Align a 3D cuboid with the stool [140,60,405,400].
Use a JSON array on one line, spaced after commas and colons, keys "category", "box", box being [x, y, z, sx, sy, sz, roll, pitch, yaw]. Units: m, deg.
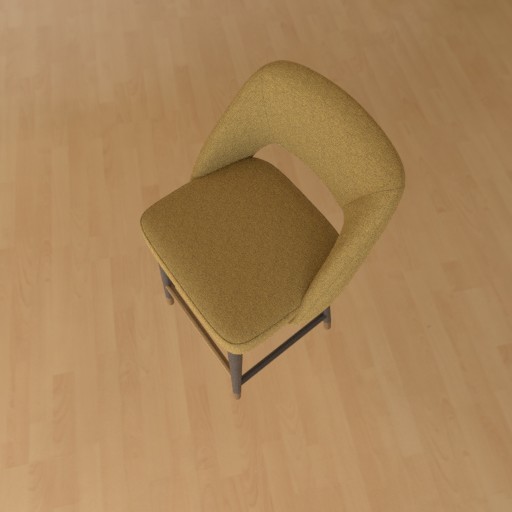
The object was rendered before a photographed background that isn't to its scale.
[{"category": "stool", "box": [0.000, 0.000, 1.289, 0.522, 0.939, 0.536, -34, 69, -15]}]
